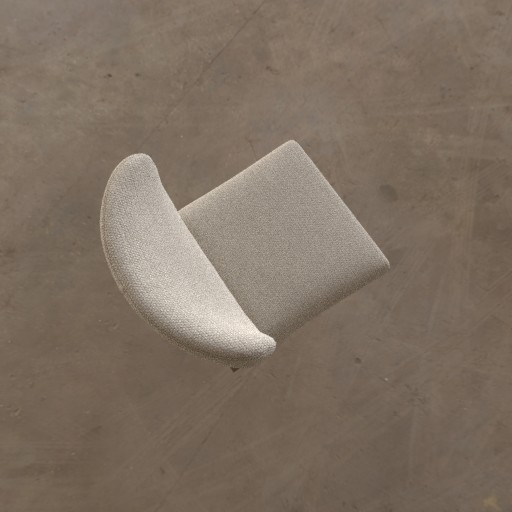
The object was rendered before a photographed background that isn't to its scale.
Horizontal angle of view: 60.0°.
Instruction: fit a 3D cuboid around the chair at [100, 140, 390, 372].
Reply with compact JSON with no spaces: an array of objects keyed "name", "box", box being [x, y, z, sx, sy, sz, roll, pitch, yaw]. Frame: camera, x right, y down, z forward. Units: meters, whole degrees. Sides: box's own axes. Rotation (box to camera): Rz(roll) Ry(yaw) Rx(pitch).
[{"name":"chair","box":[0.000,0.000,1.231,0.589,0.839,0.491,-33,79,-8]}]
